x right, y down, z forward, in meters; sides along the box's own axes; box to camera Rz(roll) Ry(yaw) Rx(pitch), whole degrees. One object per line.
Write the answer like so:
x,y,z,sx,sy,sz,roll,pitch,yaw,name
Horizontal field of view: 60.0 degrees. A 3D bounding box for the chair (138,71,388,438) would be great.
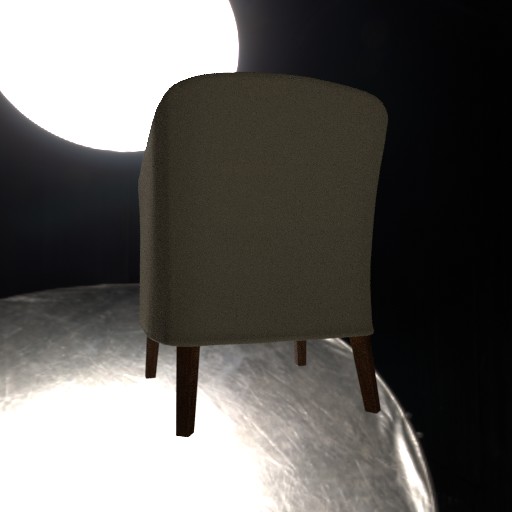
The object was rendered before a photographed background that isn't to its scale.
0.000,0.000,1.315,0.643,0.822,0.657,0,-1,-18,chair
